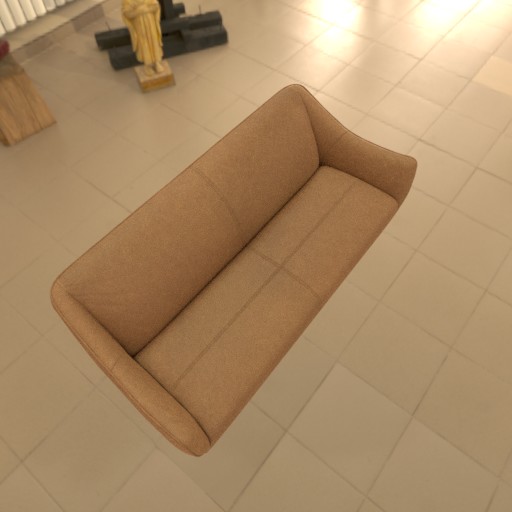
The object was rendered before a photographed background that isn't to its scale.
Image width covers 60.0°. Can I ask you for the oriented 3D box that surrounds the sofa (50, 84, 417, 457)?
[{"bbox_3d":[0.000,0.000,2.380,0.869,0.830,1.928,34,63,20],"label":"sofa"}]
